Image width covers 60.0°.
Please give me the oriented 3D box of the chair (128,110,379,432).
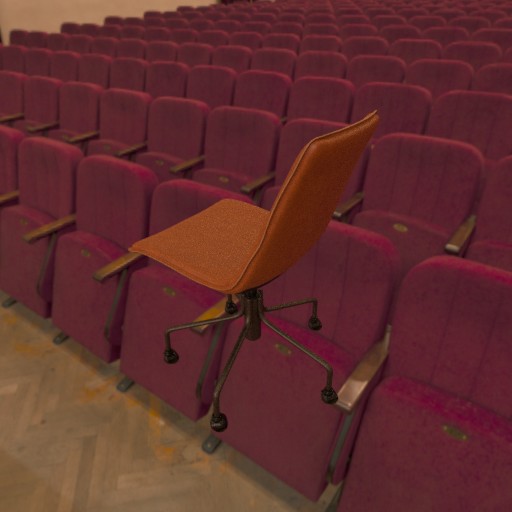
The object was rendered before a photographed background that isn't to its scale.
[{"bbox_3d":[0.000,0.000,1.395,0.660,0.920,0.651,21,37,31],"label":"chair"}]
